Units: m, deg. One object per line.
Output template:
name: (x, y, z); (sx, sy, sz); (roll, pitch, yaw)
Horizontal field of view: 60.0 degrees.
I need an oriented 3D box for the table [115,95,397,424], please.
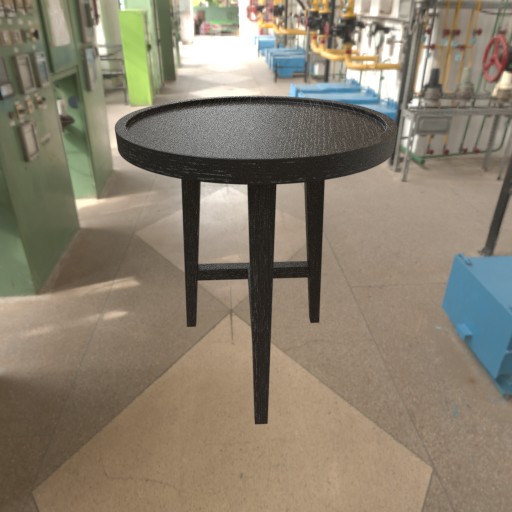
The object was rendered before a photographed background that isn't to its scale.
table: (0.000, 0.000, 0.761); (0.399, 0.460, 0.399); (0, 29, 0)
